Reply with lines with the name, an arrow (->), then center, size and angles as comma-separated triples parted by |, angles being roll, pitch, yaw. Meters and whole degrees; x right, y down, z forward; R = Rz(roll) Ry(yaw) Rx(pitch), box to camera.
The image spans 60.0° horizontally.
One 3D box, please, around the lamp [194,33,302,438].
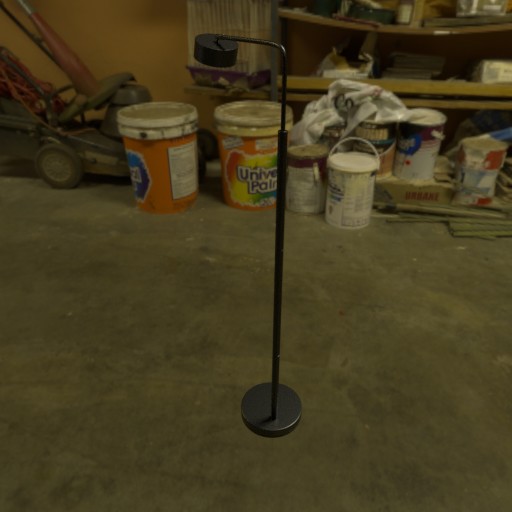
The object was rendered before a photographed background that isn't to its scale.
lamp -> 0.000, 0.000, 1.384 | 0.219, 1.230, 0.418 | -19, 35, -29
